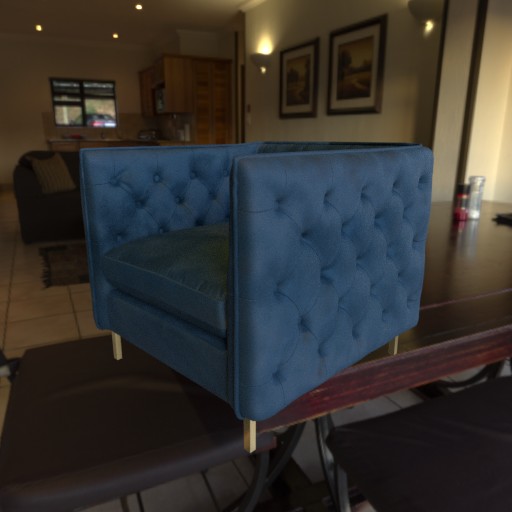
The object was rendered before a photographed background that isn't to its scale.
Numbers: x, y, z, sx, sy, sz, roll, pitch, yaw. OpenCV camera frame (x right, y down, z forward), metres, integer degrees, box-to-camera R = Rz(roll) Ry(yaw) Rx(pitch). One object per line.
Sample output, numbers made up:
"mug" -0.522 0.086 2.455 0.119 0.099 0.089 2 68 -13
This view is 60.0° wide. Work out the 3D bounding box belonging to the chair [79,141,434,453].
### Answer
"chair" 0.000 0.000 1.553 0.877 0.771 0.868 -15 21 -43
